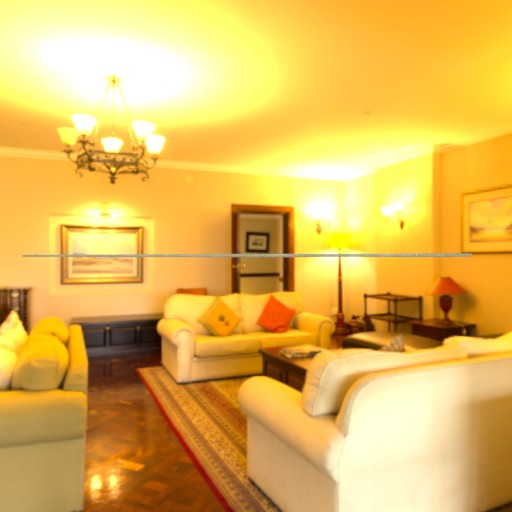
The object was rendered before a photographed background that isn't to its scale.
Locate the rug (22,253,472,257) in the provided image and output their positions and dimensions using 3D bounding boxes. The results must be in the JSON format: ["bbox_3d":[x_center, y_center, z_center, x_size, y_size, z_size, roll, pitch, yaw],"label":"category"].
[{"bbox_3d":[0.000,0.000,2.981,2.438,0.014,1.524,0,0,19],"label":"rug"}]
